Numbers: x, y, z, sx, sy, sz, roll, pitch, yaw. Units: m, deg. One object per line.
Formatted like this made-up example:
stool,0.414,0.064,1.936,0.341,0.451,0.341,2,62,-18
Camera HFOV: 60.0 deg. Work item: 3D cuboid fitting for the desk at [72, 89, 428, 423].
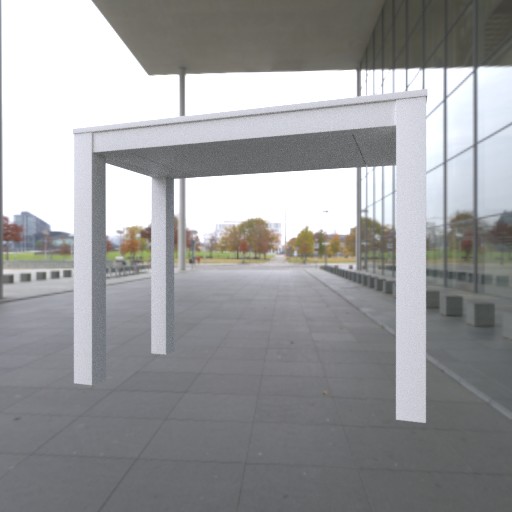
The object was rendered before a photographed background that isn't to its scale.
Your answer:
desk,0.000,0.000,1.401,0.990,0.762,0.497,0,0,19
